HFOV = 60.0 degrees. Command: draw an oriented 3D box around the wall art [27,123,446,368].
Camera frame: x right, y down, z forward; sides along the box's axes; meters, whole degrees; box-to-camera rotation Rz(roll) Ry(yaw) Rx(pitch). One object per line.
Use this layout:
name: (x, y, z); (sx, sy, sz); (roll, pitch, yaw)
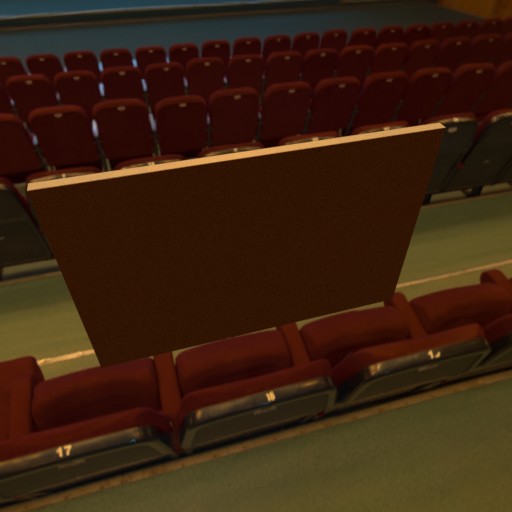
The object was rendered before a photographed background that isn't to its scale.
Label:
wall art: (0.000, 0.000, 1.171); (0.932, 0.610, 0.027); (-11, 44, -12)
